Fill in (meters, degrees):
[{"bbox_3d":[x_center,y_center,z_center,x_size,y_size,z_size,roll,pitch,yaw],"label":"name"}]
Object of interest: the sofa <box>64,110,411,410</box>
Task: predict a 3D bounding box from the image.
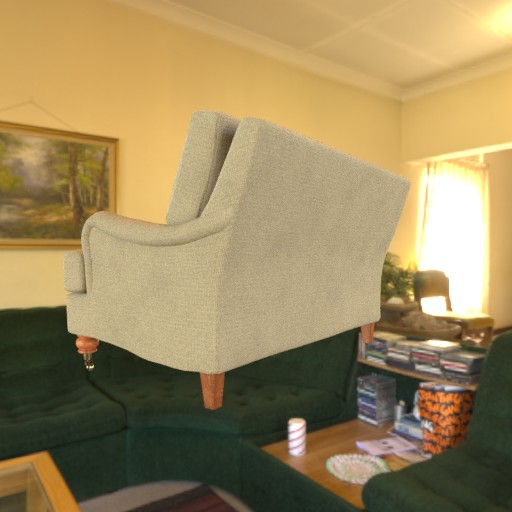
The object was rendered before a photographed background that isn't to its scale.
[{"bbox_3d":[0.000,0.000,2.185,1.087,0.999,1.480,0,1,37],"label":"sofa"}]
